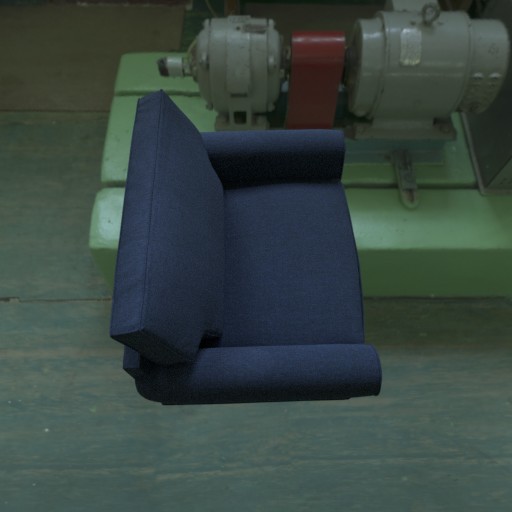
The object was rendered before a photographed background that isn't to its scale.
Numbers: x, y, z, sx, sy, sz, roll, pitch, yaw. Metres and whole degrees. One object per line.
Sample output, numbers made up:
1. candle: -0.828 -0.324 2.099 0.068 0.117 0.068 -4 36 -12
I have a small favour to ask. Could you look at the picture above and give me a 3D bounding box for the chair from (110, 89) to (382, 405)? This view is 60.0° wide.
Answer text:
1. chair: 0.000 0.000 2.004 0.963 1.044 1.285 -2 63 -1
